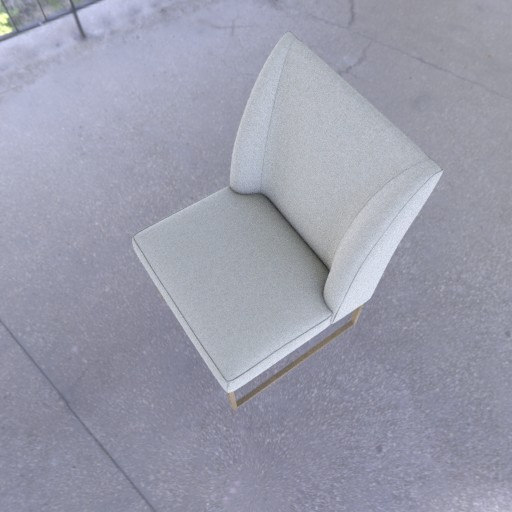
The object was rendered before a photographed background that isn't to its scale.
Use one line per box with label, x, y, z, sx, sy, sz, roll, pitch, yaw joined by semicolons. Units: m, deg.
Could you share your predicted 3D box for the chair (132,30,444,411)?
chair;0.000;0.000;1.191;0.522;0.863;0.508;-32;67;-15
